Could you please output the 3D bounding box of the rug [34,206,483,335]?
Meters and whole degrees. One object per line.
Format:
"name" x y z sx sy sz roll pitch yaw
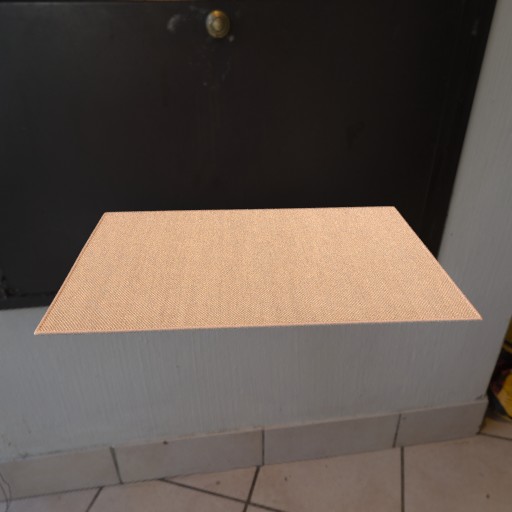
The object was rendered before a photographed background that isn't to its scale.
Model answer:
"rug" 0.000 0.000 2.100 1.676 0.013 1.067 -1 30 -2
